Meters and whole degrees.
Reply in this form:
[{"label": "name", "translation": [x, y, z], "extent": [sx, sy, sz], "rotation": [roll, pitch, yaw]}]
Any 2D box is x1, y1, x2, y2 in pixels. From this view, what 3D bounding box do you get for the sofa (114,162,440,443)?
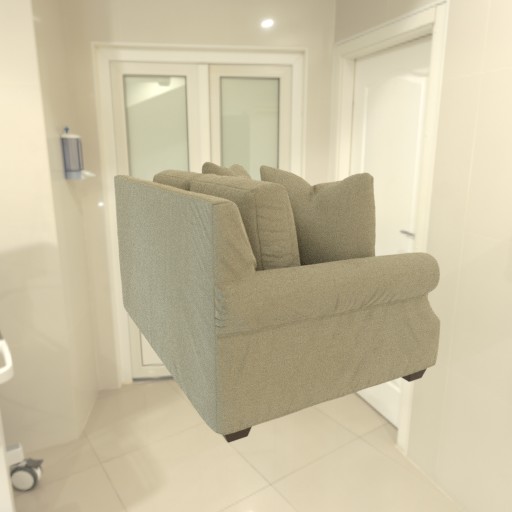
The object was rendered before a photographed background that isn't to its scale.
[{"label": "sofa", "translation": [0.000, 0.000, 2.194], "extent": [1.070, 0.905, 1.550], "rotation": [-7, 16, -27]}]
